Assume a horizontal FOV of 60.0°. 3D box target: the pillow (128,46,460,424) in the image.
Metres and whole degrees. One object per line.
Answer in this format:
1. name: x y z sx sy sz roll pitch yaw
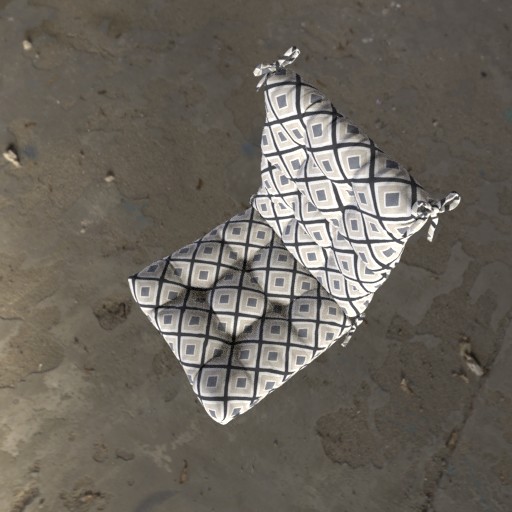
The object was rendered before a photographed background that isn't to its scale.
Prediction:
1. pillow: 0.000 0.000 1.045 0.571 0.605 0.519 -33 67 -16
